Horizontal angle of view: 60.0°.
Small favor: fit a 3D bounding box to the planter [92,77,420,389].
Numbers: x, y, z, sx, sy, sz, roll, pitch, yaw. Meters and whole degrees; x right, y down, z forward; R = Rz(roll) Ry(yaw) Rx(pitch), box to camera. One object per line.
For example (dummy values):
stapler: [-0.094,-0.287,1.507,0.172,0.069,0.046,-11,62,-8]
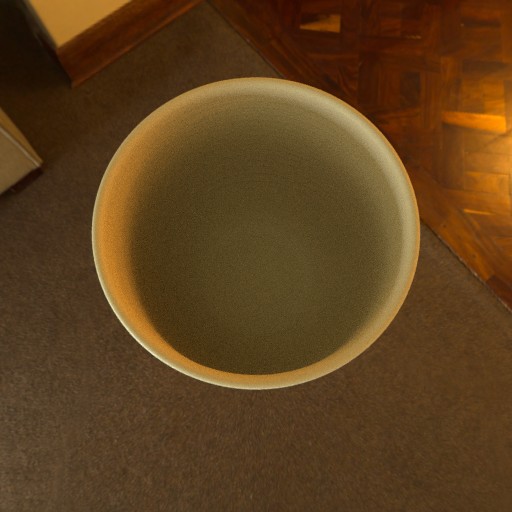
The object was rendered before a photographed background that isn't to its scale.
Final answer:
planter: [0.000,0.000,0.302,0.169,0.153,0.169,0,75,0]
